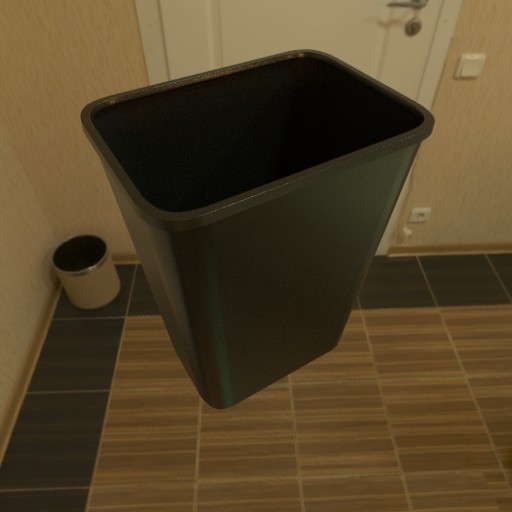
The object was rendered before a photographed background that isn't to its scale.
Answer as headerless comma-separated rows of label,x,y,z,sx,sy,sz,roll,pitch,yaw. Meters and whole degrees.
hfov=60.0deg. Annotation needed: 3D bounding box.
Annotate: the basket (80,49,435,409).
basket,0.000,0.000,0.748,0.394,0.521,0.287,-24,50,-21
